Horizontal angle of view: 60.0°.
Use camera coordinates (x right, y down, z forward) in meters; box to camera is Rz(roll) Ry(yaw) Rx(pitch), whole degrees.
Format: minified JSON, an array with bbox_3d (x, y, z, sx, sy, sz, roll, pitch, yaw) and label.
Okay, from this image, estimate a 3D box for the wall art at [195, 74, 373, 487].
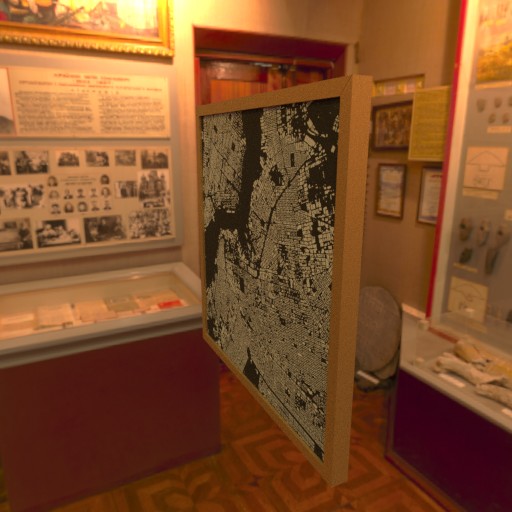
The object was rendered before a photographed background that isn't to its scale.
[{"bbox_3d":[0.000,0.000,2.828,0.099,1.926,1.926,-7,16,-25],"label":"wall art"}]
